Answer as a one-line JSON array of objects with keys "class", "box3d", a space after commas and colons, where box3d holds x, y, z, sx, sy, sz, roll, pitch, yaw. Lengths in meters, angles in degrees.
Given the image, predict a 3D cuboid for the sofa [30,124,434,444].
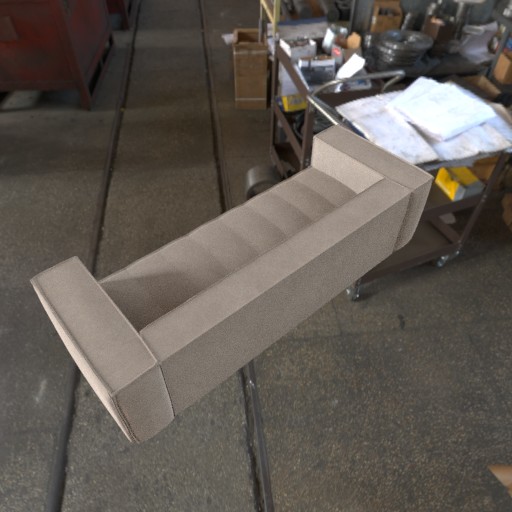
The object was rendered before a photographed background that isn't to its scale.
[{"class": "sofa", "box3d": [0.000, 0.000, 3.159, 2.697, 0.680, 1.038, -32, 54, -27]}]
